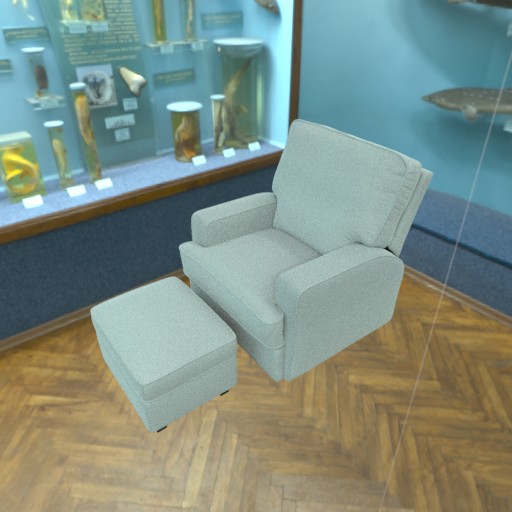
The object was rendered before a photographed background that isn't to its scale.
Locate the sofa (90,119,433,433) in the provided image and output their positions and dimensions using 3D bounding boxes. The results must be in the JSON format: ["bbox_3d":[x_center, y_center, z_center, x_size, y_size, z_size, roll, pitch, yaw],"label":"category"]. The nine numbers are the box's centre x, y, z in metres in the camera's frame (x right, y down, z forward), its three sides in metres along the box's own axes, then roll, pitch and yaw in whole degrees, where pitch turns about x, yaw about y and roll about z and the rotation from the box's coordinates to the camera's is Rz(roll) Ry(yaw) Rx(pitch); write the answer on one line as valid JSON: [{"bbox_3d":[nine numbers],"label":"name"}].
[{"bbox_3d":[0.000,0.000,2.080,1.472,0.959,0.861,-22,39,-30],"label":"sofa"}]
